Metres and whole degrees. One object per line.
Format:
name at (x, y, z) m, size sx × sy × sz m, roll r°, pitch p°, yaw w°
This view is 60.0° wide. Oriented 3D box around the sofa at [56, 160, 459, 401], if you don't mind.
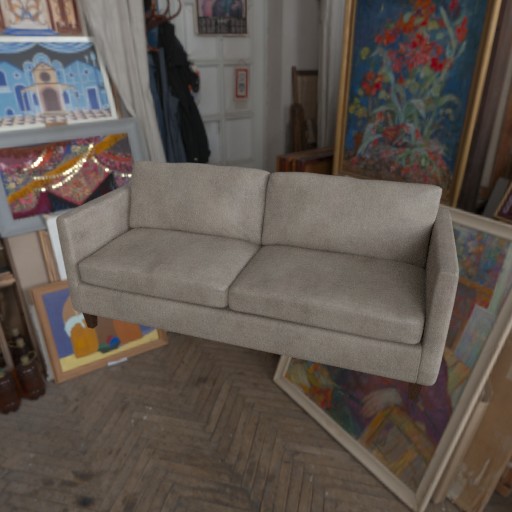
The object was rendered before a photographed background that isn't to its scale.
sofa at (0.000, 0.000, 2.750) m, size 2.208 × 0.965 × 0.951 m, roll 8°, pitch 26°, yaw 17°
